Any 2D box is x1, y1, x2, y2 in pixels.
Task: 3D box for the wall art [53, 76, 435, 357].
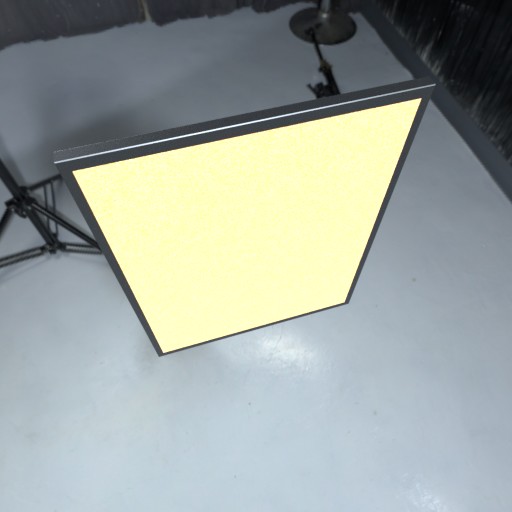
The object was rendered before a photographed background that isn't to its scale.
[{"bbox_3d":[0.000,0.000,1.305,0.774,1.027,0.030,-14,59,-9],"label":"wall art"}]
